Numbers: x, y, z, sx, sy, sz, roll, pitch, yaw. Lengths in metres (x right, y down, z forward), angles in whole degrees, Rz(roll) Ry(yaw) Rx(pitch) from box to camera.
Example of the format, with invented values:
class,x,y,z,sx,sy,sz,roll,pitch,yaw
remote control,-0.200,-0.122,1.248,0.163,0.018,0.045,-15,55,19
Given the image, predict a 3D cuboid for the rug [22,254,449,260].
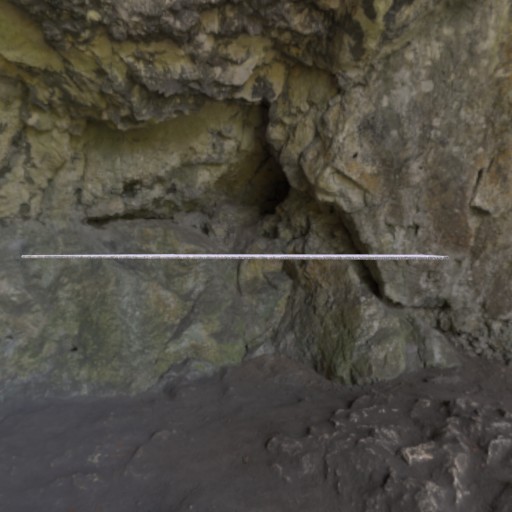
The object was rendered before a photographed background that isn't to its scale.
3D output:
class,x,y,z,sx,sy,sz,roll,pitch,yaw
rug,0.000,0.000,4.117,3.049,0.025,2.449,0,0,17
